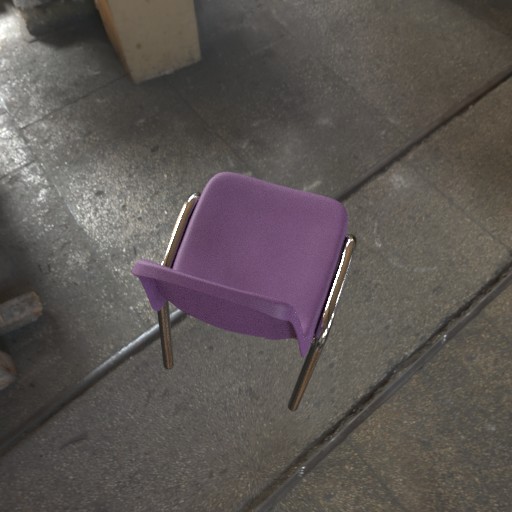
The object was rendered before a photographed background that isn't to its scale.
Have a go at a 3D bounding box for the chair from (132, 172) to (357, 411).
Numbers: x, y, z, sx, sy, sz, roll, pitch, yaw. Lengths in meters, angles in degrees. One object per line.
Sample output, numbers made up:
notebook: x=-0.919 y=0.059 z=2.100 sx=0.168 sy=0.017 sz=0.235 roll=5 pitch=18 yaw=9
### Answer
chair: x=0.000 y=0.000 z=0.841 sx=0.356 sy=0.584 sz=0.419 roll=16 pitch=65 yaw=8
